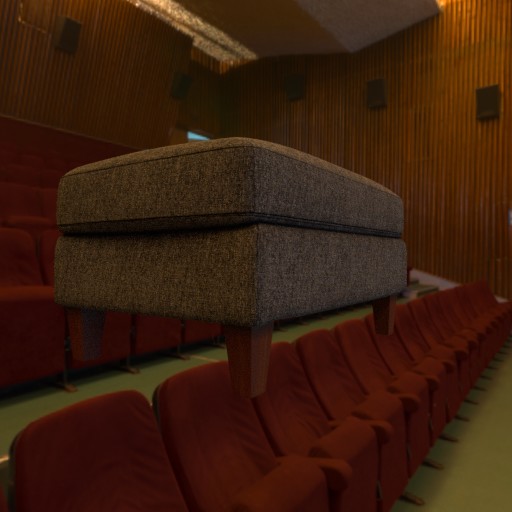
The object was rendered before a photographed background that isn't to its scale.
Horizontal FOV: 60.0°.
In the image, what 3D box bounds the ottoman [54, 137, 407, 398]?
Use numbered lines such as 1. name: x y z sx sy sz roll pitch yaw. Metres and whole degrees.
1. ottoman: 0.000 0.000 1.210 0.584 0.483 0.864 0 0 34
